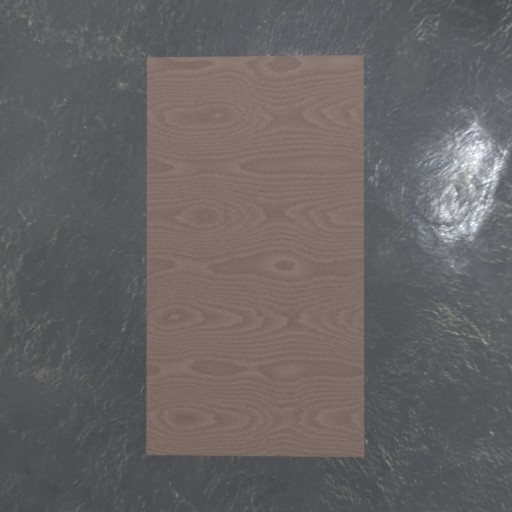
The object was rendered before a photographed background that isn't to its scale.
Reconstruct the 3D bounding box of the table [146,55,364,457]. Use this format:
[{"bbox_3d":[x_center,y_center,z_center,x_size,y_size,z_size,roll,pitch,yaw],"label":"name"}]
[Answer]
[{"bbox_3d":[0.000,0.000,1.499,0.651,0.347,1.197,0,90,1],"label":"table"}]
